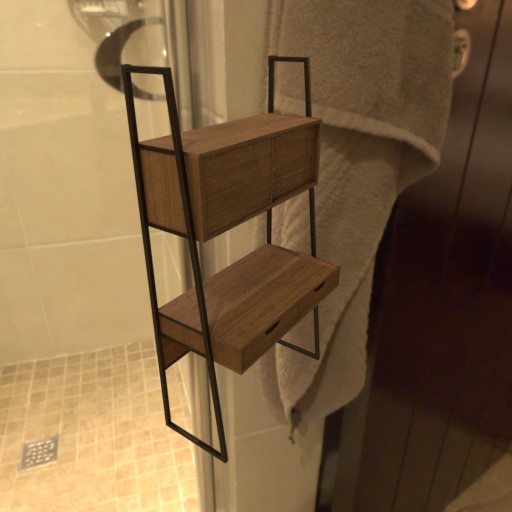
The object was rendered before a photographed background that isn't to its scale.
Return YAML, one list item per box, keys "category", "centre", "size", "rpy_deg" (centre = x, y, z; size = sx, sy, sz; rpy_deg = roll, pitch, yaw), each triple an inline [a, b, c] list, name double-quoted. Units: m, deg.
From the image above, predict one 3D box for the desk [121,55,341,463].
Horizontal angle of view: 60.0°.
- category: "desk"
  centre: [0.000, 0.000, 2.237]
  size: [0.515, 1.809, 0.982]
  rpy_deg: [18, 31, 31]
